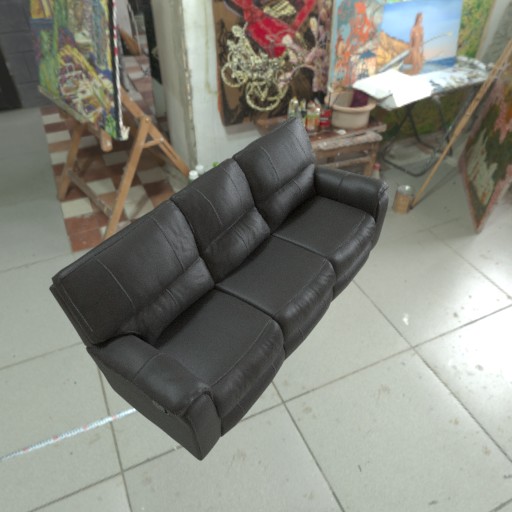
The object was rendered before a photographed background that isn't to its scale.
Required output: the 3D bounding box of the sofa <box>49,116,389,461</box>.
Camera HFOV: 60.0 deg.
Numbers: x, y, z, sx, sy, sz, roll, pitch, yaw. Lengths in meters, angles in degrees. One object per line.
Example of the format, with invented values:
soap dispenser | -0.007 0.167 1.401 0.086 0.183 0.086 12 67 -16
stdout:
sofa | 0.000 0.000 3.282 1.104 1.134 2.627 26 48 26
